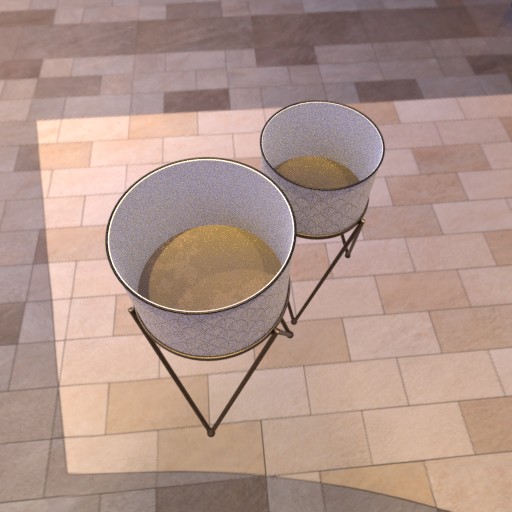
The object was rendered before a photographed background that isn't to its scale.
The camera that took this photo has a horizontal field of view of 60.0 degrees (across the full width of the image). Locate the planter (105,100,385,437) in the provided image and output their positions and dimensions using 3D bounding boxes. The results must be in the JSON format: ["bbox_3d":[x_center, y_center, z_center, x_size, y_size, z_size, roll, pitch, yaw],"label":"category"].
[{"bbox_3d":[0.000,0.000,1.158,0.413,0.712,0.769,34,64,19],"label":"planter"}]
